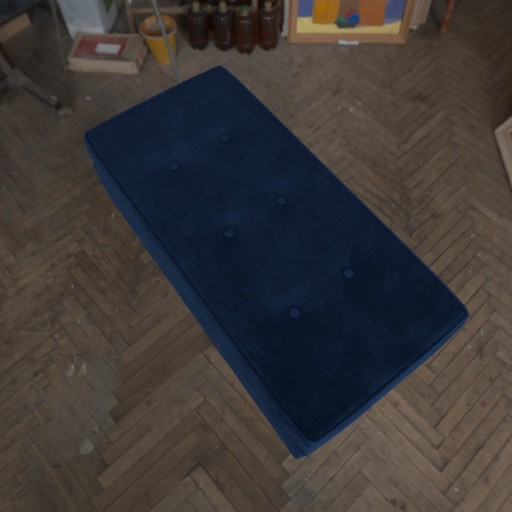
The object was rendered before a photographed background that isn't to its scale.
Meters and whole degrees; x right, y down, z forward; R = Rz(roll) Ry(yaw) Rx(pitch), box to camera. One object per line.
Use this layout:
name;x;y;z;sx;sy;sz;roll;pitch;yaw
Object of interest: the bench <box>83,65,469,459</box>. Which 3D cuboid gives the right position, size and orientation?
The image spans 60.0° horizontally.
bench;0.000;0.000;1.297;0.489;0.467;1.010;-33;68;-16
